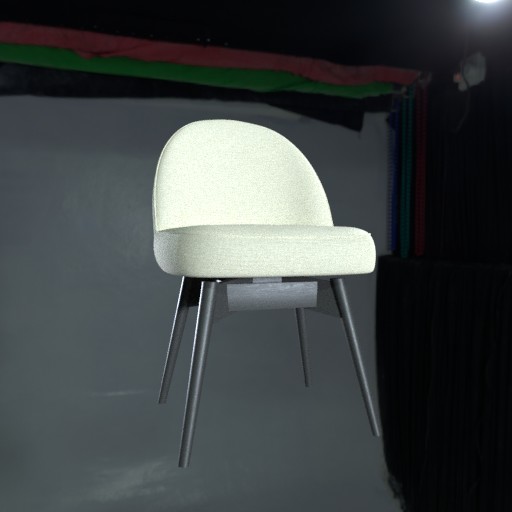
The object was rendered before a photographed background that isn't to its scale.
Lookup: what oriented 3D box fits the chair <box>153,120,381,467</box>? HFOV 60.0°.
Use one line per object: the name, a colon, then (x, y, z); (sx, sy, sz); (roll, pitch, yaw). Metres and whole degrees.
chair: (0.000, 0.000, 1.166); (0.532, 0.838, 0.540); (-1, 2, -19)
